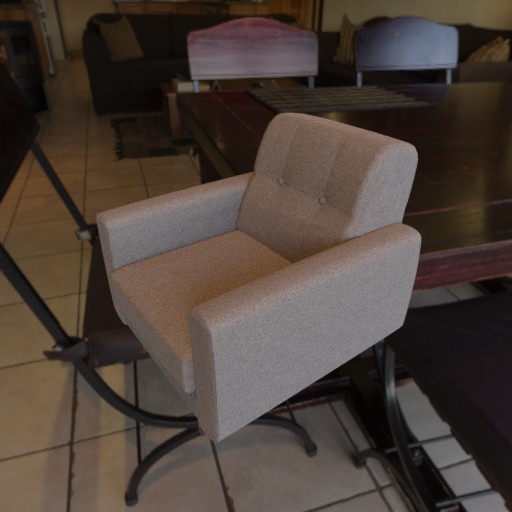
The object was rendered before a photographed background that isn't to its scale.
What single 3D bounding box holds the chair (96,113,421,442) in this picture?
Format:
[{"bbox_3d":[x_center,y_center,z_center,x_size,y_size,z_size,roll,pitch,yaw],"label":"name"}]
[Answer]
[{"bbox_3d":[0.000,0.000,1.607,0.907,0.839,0.831,-20,36,-31],"label":"chair"}]
